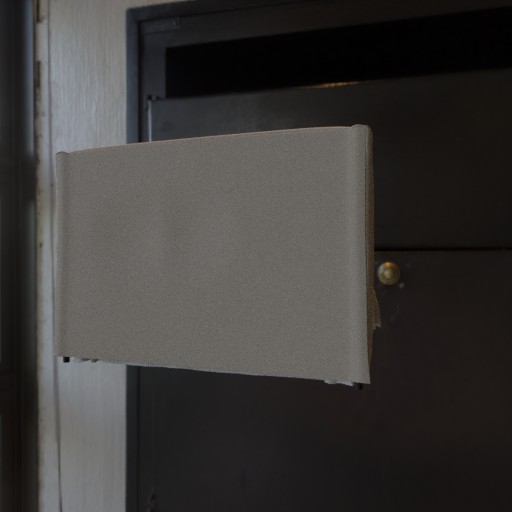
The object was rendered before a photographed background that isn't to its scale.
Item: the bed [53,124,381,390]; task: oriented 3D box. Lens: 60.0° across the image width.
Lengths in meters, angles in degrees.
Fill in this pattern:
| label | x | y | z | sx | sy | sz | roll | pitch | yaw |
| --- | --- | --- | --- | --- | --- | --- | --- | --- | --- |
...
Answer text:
| label | x | y | z | sx | sy | sz | roll | pitch | yaw |
| --- | --- | --- | --- | --- | --- | --- | --- | --- | --- |
| bed | 0.000 | 0.000 | 3.522 | 1.925 | 1.332 | 2.276 | 0 | 0 | 18 |
